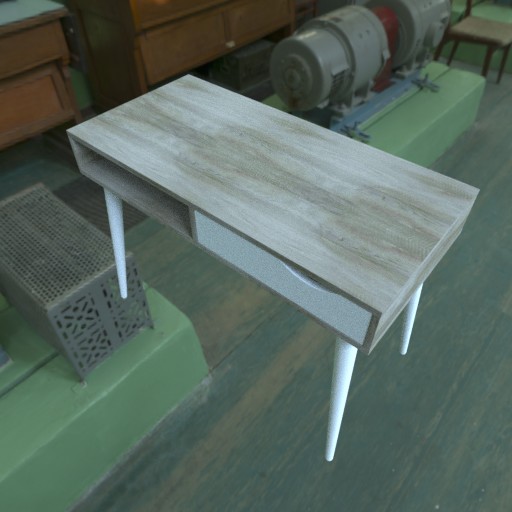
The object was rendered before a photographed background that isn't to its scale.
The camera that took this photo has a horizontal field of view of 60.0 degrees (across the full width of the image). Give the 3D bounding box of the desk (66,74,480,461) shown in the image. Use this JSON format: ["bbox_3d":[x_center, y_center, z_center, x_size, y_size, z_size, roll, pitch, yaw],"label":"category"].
[{"bbox_3d":[0.000,0.000,1.393,0.979,0.723,0.491,31,53,27],"label":"desk"}]
